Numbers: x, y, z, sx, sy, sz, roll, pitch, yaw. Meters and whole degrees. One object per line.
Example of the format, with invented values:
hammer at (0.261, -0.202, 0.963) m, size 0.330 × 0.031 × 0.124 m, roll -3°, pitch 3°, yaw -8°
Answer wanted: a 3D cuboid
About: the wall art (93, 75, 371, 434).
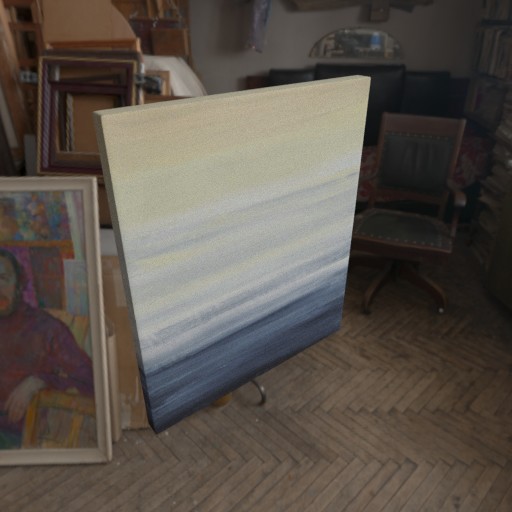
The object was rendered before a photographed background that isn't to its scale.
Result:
wall art at (0.000, 0.000, 1.001) m, size 0.608 × 0.710 × 0.041 m, roll -21°, pitch 36°, yaw -32°
